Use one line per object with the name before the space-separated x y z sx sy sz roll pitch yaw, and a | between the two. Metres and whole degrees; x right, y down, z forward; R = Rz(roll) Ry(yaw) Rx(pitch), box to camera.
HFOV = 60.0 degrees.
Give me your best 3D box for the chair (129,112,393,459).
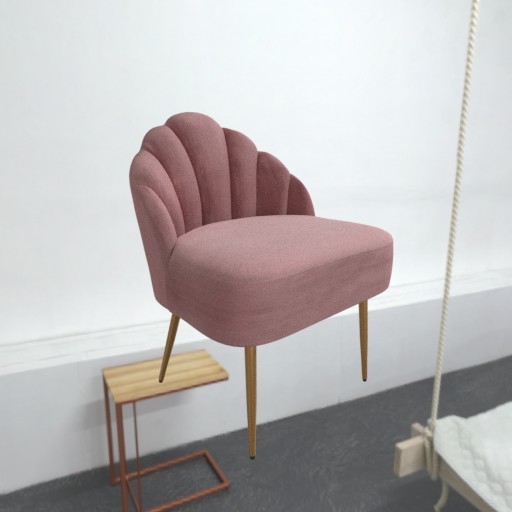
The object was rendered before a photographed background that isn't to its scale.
chair | 0.000 0.000 1.285 0.599 0.819 0.657 14 20 43
